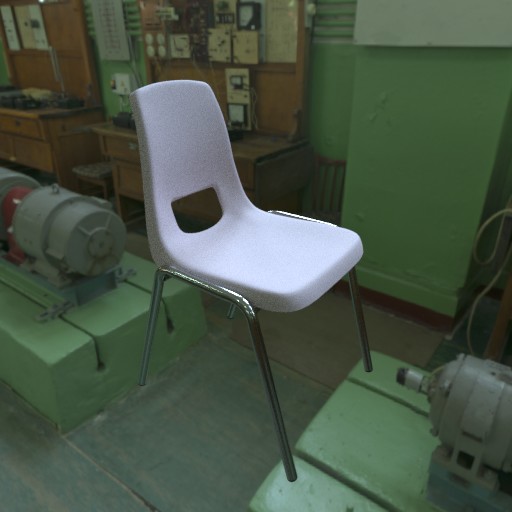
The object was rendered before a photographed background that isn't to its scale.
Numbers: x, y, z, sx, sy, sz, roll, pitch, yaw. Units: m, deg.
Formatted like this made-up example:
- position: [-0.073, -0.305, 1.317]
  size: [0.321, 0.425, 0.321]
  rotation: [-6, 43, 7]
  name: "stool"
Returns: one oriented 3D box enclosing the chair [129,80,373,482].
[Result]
- position: [0.000, 0.000, 0.911]
  size: [0.436, 0.653, 0.381]
  rotation: [17, 31, 31]
  name: "chair"
